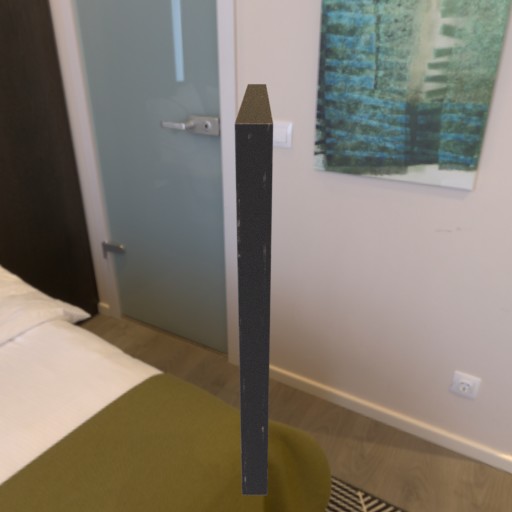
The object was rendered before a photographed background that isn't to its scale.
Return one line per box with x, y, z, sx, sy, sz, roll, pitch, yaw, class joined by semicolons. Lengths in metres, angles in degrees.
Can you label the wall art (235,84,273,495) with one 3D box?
0.000;0.000;0.745;0.036;0.506;0.506;0;25;0;wall art
